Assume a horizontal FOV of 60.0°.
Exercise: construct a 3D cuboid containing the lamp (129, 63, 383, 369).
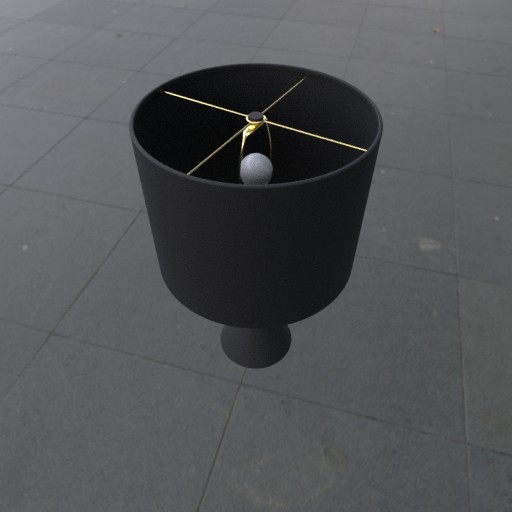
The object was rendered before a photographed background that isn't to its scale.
[{"bbox_3d":[0.000,0.000,0.844,0.359,0.584,0.359,23,49,21],"label":"lamp"}]
